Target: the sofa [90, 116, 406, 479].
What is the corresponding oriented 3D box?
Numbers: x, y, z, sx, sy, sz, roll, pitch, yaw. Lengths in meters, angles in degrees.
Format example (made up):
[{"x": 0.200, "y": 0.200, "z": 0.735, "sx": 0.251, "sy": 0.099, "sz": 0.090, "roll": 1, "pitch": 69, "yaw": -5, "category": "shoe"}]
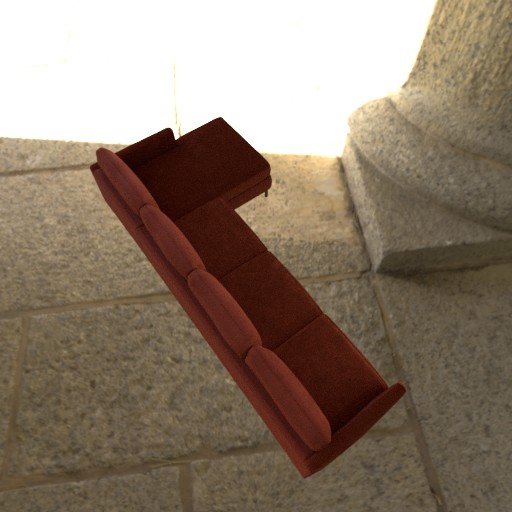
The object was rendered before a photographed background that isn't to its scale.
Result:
[{"x": 0.000, "y": 0.000, "z": 3.476, "sx": 1.350, "sy": 0.810, "sz": 2.932, "roll": -33, "pitch": 65, "yaw": -18, "category": "sofa"}]
